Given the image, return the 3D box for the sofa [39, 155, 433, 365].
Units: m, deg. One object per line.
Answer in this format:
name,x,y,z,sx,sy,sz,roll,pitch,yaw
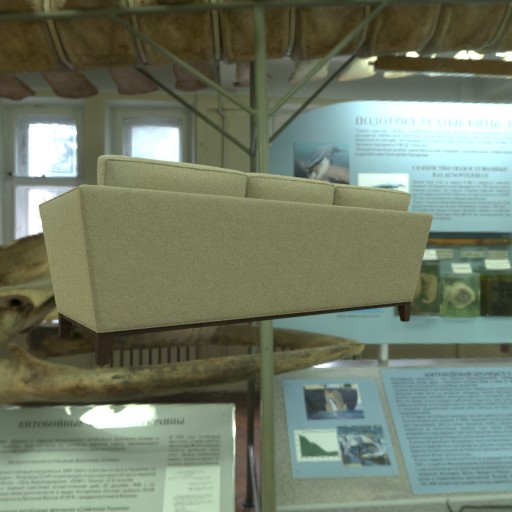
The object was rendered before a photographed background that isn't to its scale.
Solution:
sofa,0.000,0.000,2.843,2.388,0.940,0.965,0,1,-35
